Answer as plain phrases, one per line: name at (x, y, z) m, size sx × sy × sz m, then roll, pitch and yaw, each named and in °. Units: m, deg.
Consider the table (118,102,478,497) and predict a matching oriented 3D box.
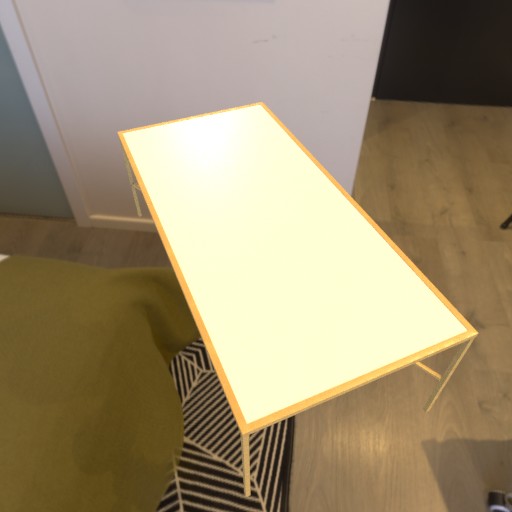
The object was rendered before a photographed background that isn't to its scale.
table at (0.000, 0.000, 1.456) m, size 0.580 × 0.398 × 1.206 m, roll -17°, pitch 48°, yaw -16°
